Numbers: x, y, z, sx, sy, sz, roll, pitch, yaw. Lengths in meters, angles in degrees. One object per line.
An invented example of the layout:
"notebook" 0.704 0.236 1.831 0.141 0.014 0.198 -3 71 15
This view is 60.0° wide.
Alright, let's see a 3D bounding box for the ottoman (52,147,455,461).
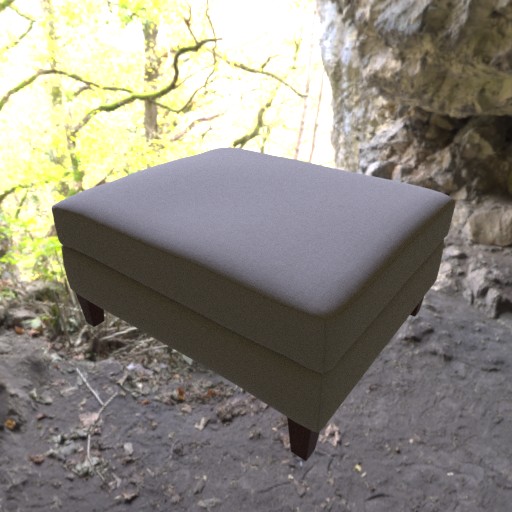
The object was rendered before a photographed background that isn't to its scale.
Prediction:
"ottoman" 0.000 0.000 1.449 0.976 0.492 0.836 20 35 32
